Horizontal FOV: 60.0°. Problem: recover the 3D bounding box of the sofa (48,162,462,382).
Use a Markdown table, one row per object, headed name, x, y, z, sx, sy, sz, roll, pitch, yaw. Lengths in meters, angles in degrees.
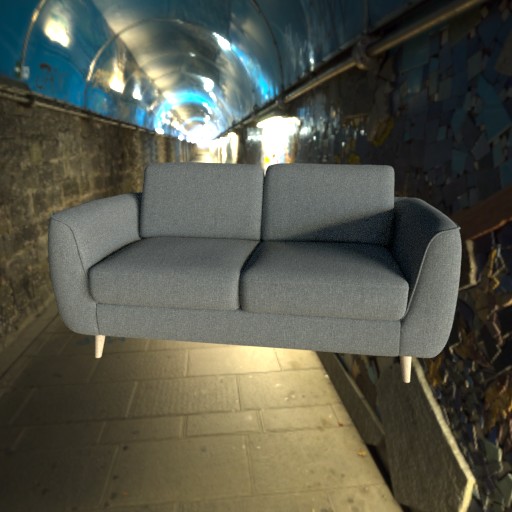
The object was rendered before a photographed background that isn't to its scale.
| name | x | y | z | sx | sy | sz | roll | pitch | yaw |
| --- | --- | --- | --- | --- | --- | --- | --- | --- | --- |
| sofa | 0.000 | 0.000 | 2.162 | 1.700 | 0.870 | 0.920 | 2 | 15 | 9 |
